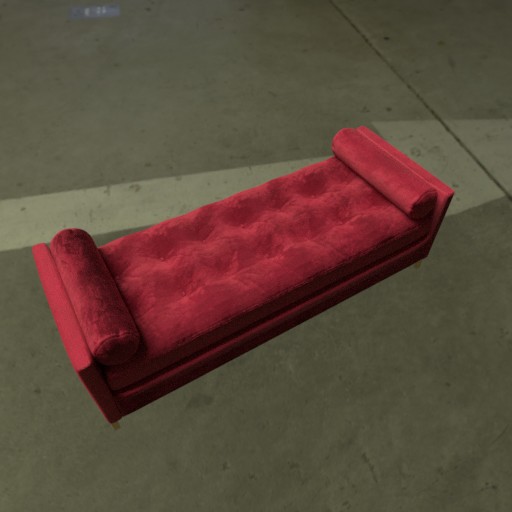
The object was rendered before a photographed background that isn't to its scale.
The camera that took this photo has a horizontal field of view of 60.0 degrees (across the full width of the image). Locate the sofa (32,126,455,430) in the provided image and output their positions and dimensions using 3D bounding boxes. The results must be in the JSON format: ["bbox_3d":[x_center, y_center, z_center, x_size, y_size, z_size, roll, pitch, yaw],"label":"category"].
[{"bbox_3d":[0.000,0.000,2.492,2.102,0.705,0.796,-24,52,-20],"label":"sofa"}]
